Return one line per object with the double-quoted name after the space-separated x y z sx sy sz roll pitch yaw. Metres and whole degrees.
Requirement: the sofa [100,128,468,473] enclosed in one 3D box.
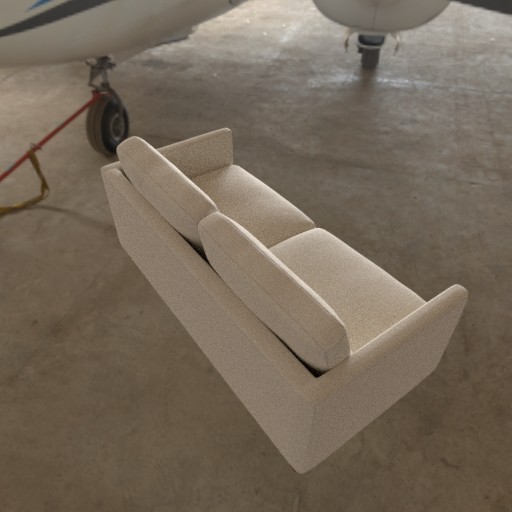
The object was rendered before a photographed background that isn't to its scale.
0.000 0.000 2.486 0.965 0.889 1.981 -26 48 -26 "sofa"
